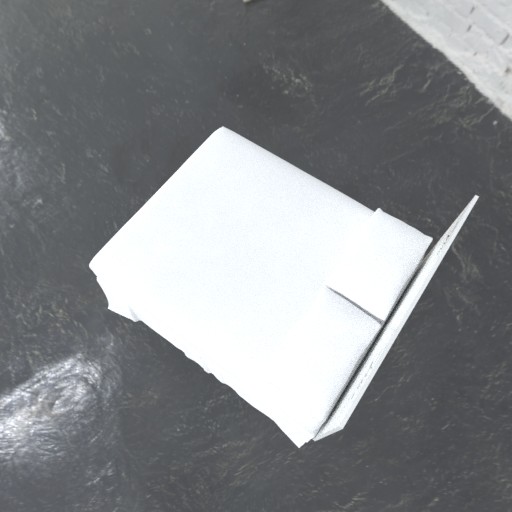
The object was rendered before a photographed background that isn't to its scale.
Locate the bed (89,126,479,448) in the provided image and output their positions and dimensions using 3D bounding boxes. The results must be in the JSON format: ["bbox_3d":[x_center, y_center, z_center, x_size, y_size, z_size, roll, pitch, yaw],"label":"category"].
[{"bbox_3d":[0.000,0.000,3.233,2.094,1.335,1.745,33,69,14],"label":"bed"}]
